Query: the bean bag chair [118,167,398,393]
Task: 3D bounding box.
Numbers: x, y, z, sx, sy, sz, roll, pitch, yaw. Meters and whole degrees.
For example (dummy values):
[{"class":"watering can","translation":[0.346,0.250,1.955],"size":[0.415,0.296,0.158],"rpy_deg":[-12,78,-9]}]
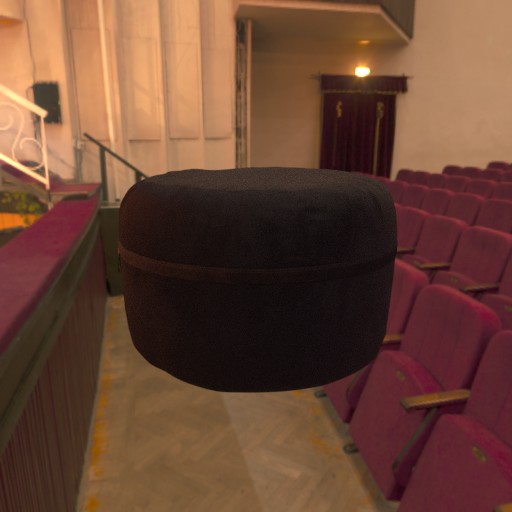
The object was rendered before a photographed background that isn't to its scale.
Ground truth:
[{"class":"bean bag chair","translation":[0.000,0.000,2.022],"size":[1.219,0.762,1.219],"rpy_deg":[0,15,0]}]
